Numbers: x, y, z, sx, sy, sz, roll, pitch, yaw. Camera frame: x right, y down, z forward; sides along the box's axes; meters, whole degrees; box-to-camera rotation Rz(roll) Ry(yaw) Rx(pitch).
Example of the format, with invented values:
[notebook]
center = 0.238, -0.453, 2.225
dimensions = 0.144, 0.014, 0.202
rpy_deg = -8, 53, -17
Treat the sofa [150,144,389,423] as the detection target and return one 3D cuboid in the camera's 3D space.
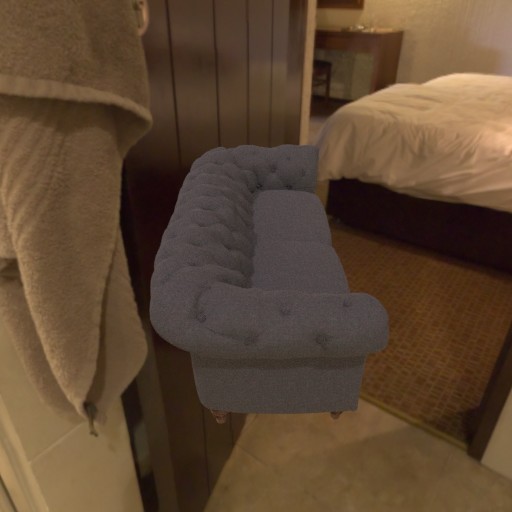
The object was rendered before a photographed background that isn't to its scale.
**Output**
[sofa]
center = 0.000, 0.000, 2.861
dimensions = 1.046, 0.836, 2.335
rpy_deg = 0, 31, 0
